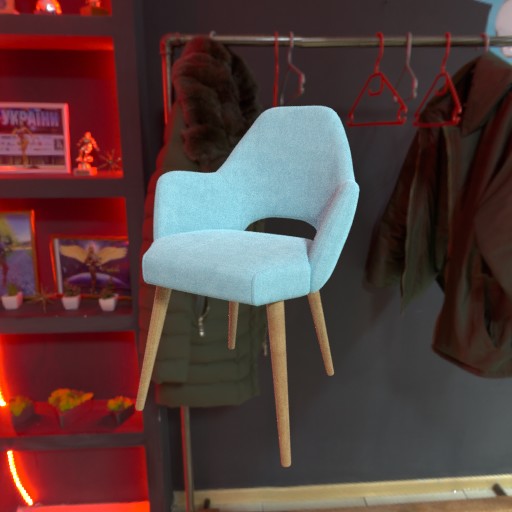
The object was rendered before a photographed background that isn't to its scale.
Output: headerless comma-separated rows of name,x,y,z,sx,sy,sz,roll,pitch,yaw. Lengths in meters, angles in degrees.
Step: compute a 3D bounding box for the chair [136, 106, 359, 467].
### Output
chair,0.000,0.000,1.273,0.590,0.840,0.610,8,18,28
